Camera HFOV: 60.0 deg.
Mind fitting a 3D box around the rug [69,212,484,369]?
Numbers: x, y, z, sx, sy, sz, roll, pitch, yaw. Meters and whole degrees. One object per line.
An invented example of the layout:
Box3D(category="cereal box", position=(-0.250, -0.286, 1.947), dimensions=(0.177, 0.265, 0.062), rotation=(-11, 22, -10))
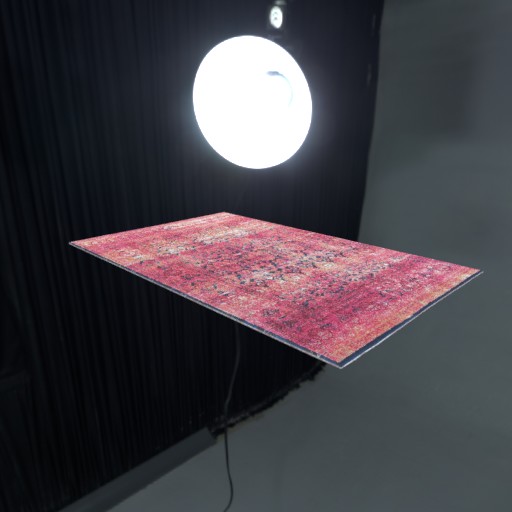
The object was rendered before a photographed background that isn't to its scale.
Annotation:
Box3D(category="rug", position=(0.000, 0.000, 3.033), dimensions=(2.449, 0.018, 1.539), rotation=(17, 24, 42))
